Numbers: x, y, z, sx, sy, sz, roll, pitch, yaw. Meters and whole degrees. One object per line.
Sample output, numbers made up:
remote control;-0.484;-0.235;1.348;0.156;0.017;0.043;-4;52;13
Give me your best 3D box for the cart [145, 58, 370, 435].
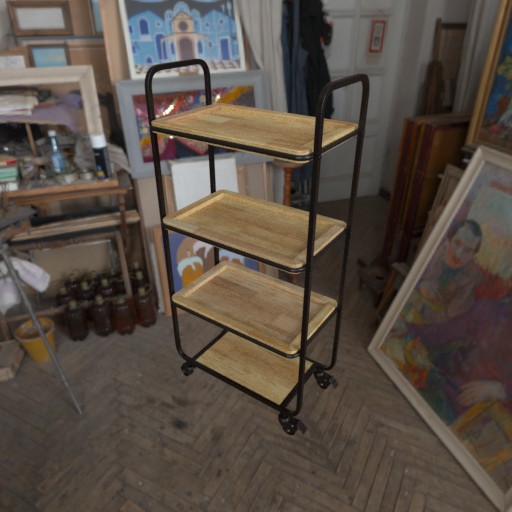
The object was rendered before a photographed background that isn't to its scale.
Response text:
cart;0.000;0.000;1.377;0.545;1.080;0.321;19;35;29
